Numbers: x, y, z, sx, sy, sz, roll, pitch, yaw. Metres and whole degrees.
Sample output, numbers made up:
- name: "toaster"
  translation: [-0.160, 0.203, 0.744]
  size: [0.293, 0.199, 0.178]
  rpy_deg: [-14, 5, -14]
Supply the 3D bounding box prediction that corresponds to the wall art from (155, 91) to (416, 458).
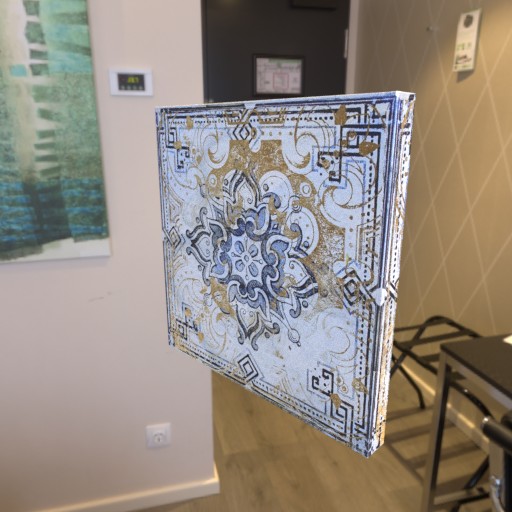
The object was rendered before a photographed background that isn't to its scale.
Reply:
- name: "wall art"
  translation: [0.000, 0.000, 0.622]
  size: [0.411, 0.410, 0.038]
  rpy_deg: [15, 22, 43]
